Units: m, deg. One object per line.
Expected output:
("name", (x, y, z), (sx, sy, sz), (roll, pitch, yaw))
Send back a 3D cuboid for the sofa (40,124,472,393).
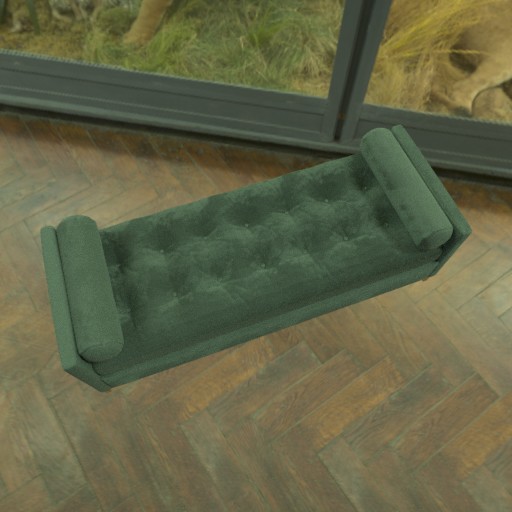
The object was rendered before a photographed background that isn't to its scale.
("sofa", (0.000, 0.000, 2.516), (2.102, 0.705, 0.796), (-18, 64, -9))
